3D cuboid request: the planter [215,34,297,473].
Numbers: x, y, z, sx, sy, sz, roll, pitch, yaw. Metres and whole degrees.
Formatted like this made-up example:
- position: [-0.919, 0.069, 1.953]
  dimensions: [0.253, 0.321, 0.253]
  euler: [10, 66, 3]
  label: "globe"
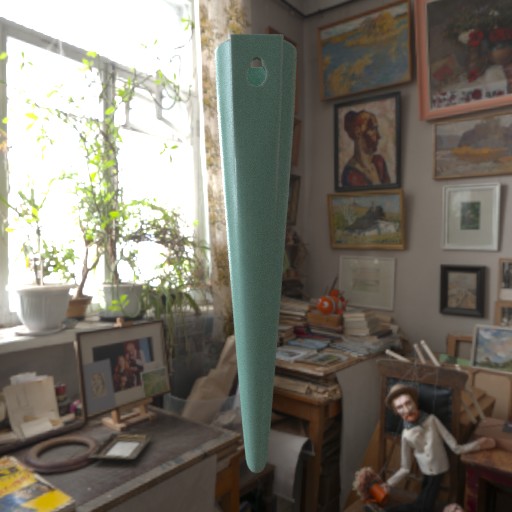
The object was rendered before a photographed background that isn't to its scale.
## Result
- position: [0.000, 0.000, 0.295]
  dimensions: [0.054, 0.268, 0.055]
  euler: [0, 1, -1]
  label: "planter"
